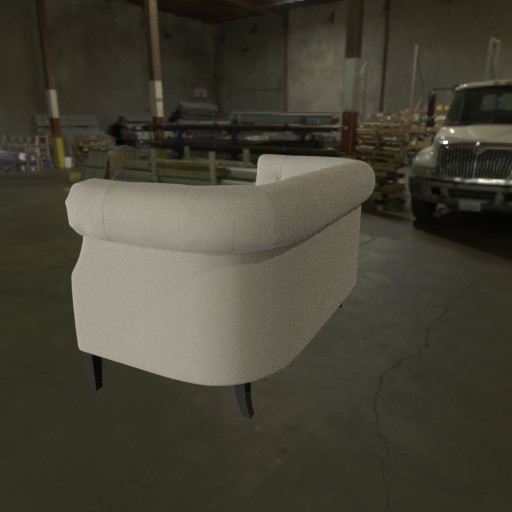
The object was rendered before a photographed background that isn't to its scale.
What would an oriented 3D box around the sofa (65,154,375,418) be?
[{"bbox_3d":[0.000,0.000,2.044,0.835,0.827,1.558,8,19,26],"label":"sofa"}]
